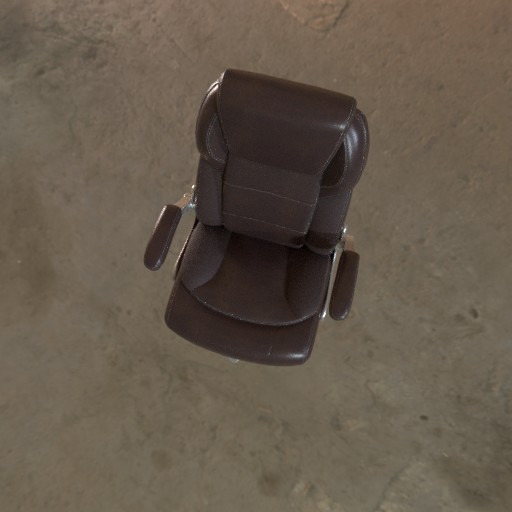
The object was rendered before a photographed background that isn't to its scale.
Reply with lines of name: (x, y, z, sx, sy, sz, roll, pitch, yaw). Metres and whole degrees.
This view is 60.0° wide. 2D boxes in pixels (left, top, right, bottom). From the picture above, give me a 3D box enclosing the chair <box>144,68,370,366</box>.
chair: (0.000, 0.000, 1.681, 0.733, 1.160, 0.774, 15, 74, 4)
